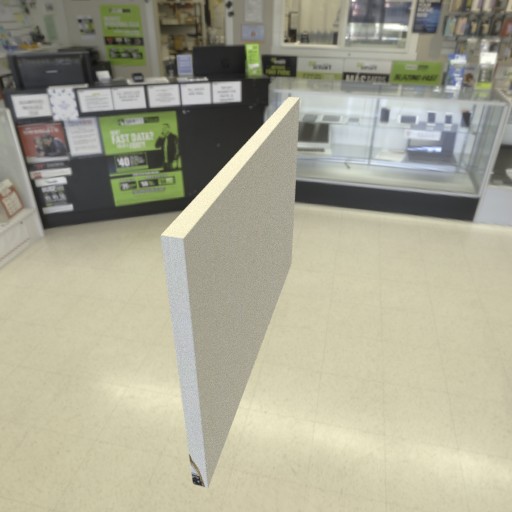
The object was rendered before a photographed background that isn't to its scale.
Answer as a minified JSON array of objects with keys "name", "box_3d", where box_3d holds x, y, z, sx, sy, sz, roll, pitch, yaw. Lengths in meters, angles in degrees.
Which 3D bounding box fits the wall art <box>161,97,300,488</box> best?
[{"name":"wall art","box_3d":[0.000,0.000,1.141,0.038,0.601,0.898,8,33,13]}]
